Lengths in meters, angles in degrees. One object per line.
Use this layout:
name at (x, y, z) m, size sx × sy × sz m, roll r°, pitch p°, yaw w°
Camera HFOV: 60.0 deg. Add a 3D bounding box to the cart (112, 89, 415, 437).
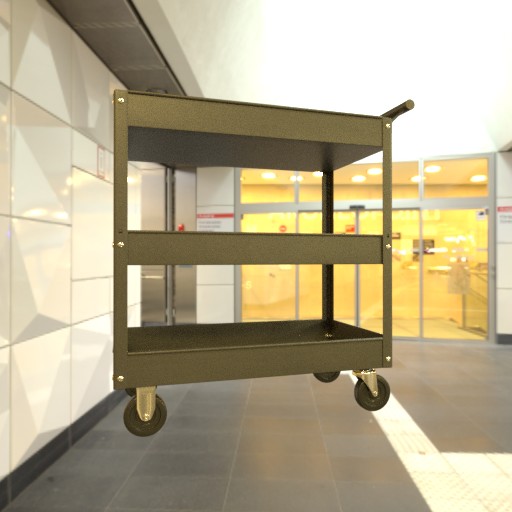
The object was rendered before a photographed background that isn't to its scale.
cart at (0.000, 0.000, 1.176) m, size 0.719 × 0.780 × 0.366 m, roll 0°, pitch 0°, yaw -17°
